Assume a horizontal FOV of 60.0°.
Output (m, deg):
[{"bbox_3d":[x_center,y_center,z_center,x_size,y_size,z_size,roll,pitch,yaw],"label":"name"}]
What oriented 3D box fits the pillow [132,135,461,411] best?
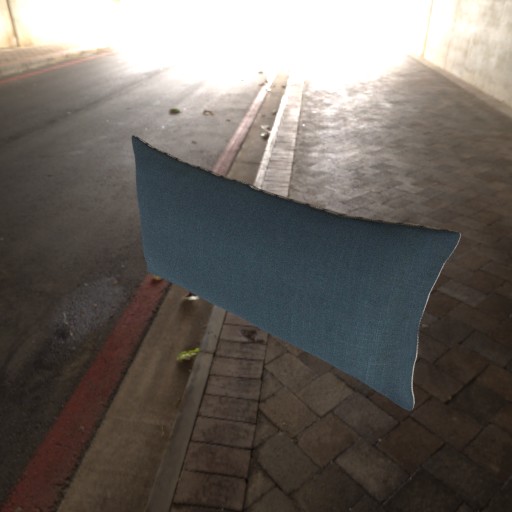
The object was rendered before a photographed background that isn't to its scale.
[{"bbox_3d":[0.000,0.000,0.749,0.609,0.305,0.151,22,37,33],"label":"pillow"}]
